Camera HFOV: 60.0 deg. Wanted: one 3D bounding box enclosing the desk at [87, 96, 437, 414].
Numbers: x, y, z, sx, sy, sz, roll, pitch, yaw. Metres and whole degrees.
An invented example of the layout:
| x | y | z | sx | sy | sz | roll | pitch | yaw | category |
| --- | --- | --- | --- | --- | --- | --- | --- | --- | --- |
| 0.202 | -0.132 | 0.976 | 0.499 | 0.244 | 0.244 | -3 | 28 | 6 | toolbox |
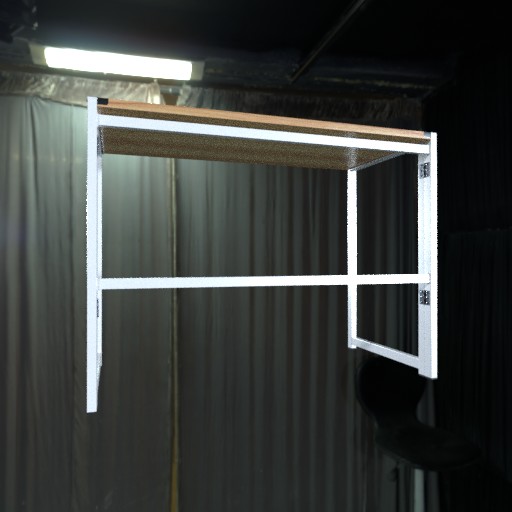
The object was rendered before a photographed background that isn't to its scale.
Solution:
| x | y | z | sx | sy | sz | roll | pitch | yaw | category |
| --- | --- | --- | --- | --- | --- | --- | --- | --- | --- |
| 0.000 | 0.000 | 1.456 | 1.016 | 0.762 | 0.508 | 0 | 0 | -18 | desk |
